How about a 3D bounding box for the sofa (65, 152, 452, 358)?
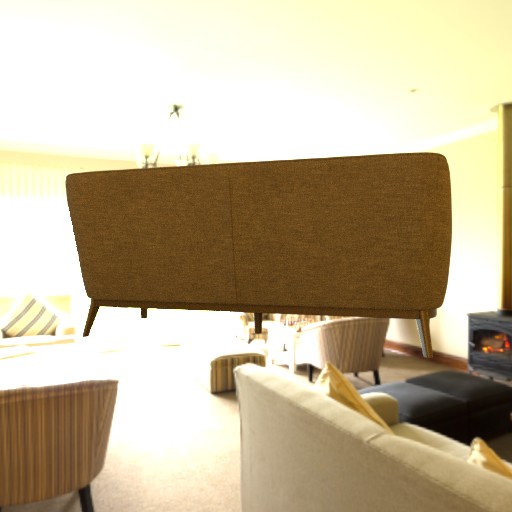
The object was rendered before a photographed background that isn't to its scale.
[{"bbox_3d":[0.000,0.000,2.334,1.928,0.829,0.867,0,0,16],"label":"sofa"}]
